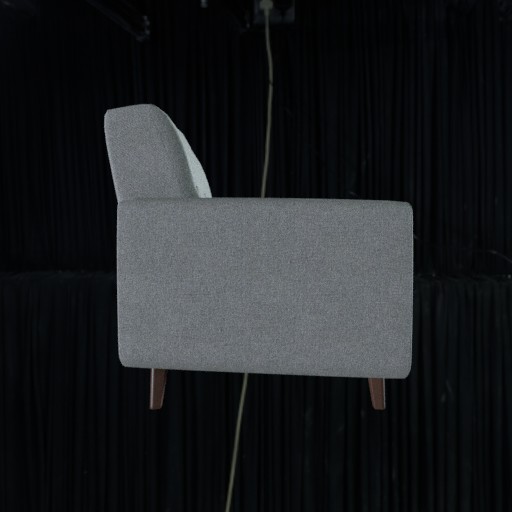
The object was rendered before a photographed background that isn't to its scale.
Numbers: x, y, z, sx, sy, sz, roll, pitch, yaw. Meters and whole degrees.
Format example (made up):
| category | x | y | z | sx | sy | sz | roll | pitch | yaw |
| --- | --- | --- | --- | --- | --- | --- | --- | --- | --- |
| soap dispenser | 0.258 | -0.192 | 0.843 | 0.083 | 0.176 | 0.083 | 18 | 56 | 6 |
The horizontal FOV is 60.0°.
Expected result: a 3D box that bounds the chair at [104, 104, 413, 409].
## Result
| category | x | y | z | sx | sy | sz | roll | pitch | yaw |
| --- | --- | --- | --- | --- | --- | --- | --- | --- | --- |
| chair | 0.000 | 0.000 | 1.664 | 0.942 | 0.968 | 0.845 | 0 | 1 | 0 |
